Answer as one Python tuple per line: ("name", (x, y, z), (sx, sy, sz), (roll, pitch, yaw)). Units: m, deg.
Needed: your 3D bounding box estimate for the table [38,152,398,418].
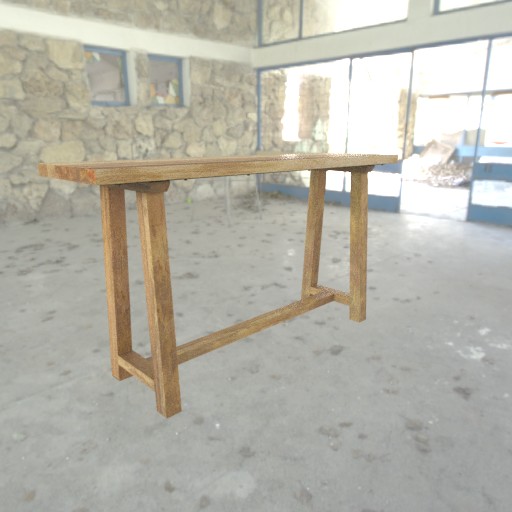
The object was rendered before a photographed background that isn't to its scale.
("table", (0.000, 0.000, 1.873), (1.524, 0.810, 0.405), (-14, 20, -42))
